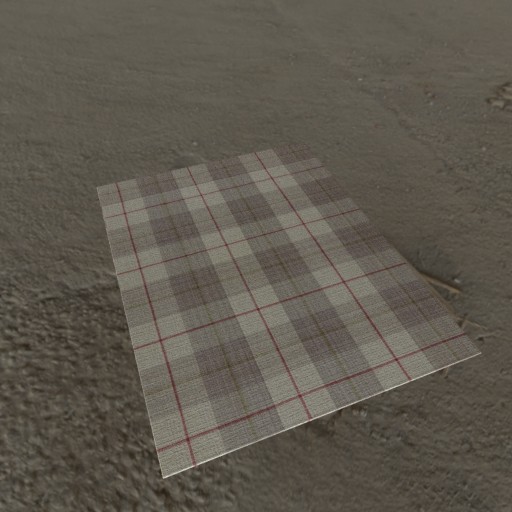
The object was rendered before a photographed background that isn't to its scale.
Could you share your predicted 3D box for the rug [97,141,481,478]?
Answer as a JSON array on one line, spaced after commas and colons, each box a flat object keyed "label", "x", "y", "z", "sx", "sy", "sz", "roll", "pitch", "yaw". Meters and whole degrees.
[{"label": "rug", "x": 0.000, "y": 0.000, "z": 3.840, "sx": 2.317, "sy": 0.016, "sz": 2.959, "roll": -16, "pitch": 49, "yaw": -14}]
